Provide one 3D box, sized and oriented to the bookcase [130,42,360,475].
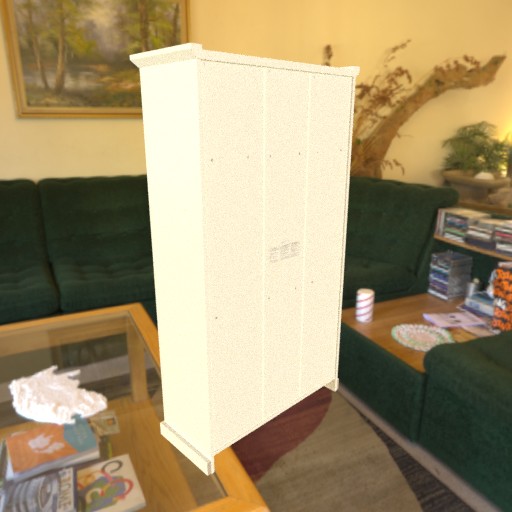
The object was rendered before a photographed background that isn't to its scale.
[{"bbox_3d":[0.000,0.000,2.324,1.050,1.880,0.432,-16,23,-41],"label":"bookcase"}]
